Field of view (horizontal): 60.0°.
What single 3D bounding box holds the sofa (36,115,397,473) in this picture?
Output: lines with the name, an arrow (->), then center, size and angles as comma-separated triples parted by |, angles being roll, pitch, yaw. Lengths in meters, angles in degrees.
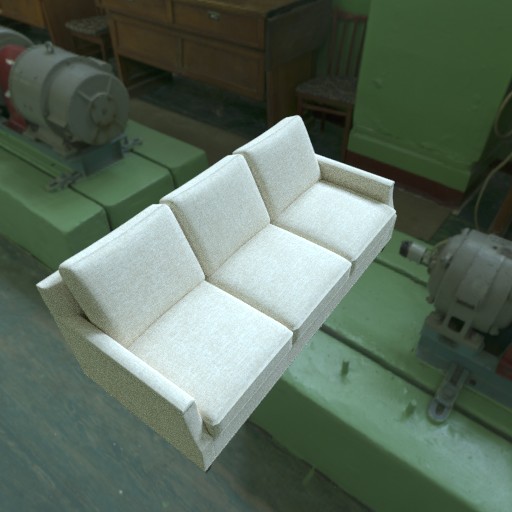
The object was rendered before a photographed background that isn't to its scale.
sofa -> 0.000, 0.000, 2.806 | 1.041, 0.940, 2.210 | 27, 49, 26
